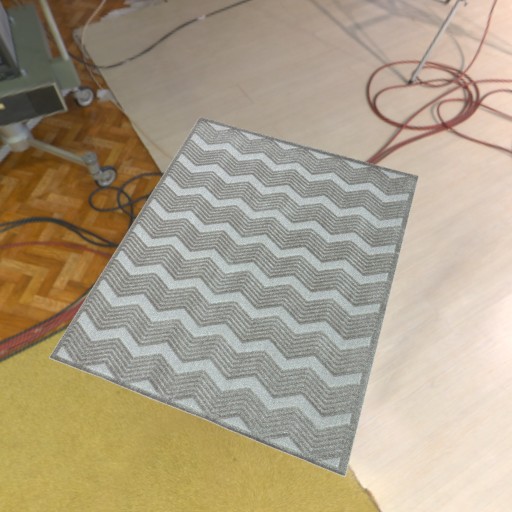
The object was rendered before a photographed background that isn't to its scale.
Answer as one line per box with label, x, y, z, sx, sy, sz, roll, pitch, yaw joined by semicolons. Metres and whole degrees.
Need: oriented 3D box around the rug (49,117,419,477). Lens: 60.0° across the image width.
rug;0.000;0.000;3.944;2.391;0.005;2.880;18;61;10
